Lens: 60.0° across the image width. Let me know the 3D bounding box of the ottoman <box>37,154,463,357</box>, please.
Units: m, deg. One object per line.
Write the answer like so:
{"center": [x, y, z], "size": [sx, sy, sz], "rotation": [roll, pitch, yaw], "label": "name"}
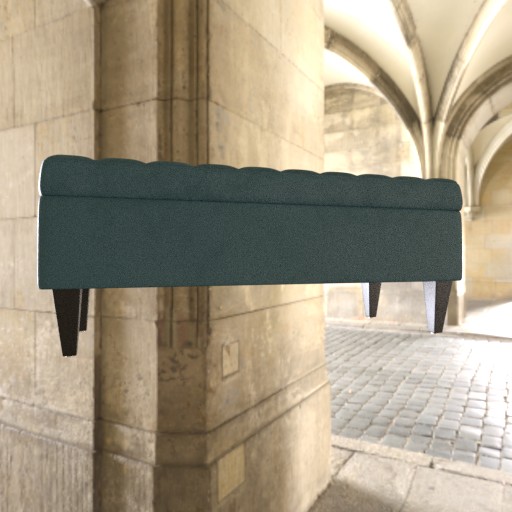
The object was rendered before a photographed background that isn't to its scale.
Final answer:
{"center": [0.000, 0.000, 1.358], "size": [1.151, 0.469, 0.482], "rotation": [0, 0, -17], "label": "ottoman"}
